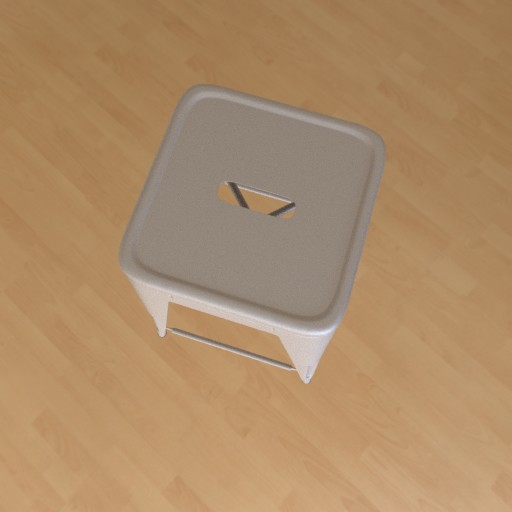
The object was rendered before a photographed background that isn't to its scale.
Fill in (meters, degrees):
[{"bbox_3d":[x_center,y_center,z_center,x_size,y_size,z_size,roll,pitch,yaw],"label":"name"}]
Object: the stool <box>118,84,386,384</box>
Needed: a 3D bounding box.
[{"bbox_3d":[0.000,0.000,0.887,0.410,0.608,0.410,17,76,4],"label":"stool"}]
